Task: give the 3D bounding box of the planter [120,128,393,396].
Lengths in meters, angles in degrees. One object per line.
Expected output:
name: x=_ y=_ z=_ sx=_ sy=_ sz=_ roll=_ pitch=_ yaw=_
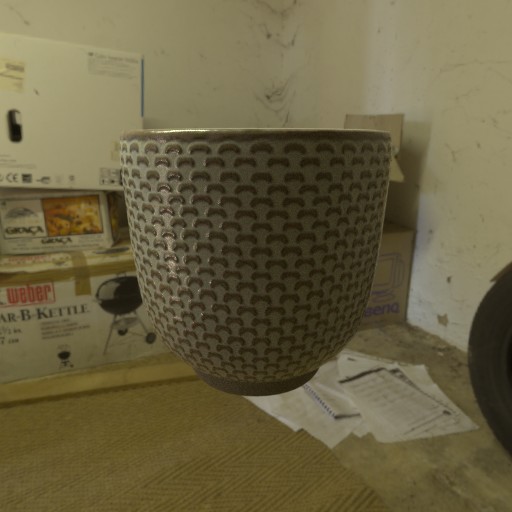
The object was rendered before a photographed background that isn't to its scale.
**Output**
planter: x=0.000 y=0.000 z=0.353 sx=0.197 sy=0.191 sz=0.197 roll=0 pitch=14 yaw=0
